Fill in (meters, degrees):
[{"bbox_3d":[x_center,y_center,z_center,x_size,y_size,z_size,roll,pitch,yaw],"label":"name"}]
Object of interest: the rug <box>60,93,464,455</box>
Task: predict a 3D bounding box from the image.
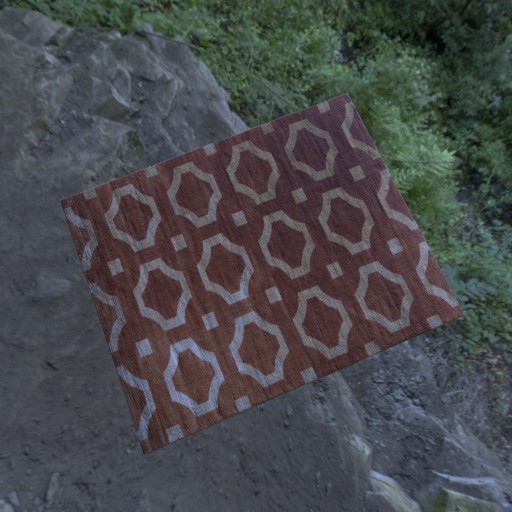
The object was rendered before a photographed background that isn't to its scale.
[{"bbox_3d":[0.000,0.000,4.121,3.049,0.021,2.466,-22,77,-5],"label":"rug"}]
